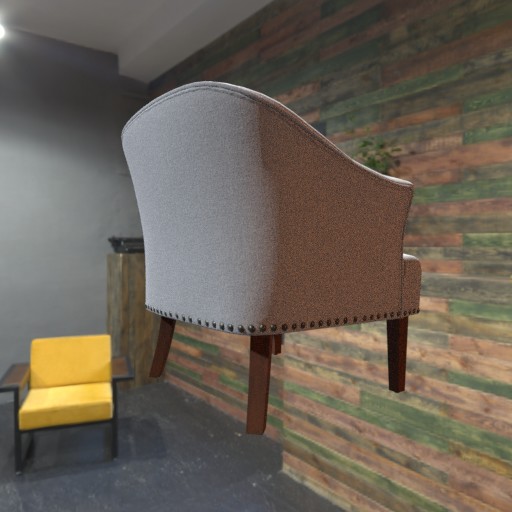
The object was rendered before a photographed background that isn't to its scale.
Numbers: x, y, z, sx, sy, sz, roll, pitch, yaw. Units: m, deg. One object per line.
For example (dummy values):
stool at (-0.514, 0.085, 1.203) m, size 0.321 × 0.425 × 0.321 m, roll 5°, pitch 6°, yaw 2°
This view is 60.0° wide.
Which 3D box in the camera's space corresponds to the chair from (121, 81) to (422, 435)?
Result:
chair at (0.000, 0.000, 1.377) m, size 0.704 × 0.815 × 0.798 m, roll -1°, pitch 1°, yaw -36°
